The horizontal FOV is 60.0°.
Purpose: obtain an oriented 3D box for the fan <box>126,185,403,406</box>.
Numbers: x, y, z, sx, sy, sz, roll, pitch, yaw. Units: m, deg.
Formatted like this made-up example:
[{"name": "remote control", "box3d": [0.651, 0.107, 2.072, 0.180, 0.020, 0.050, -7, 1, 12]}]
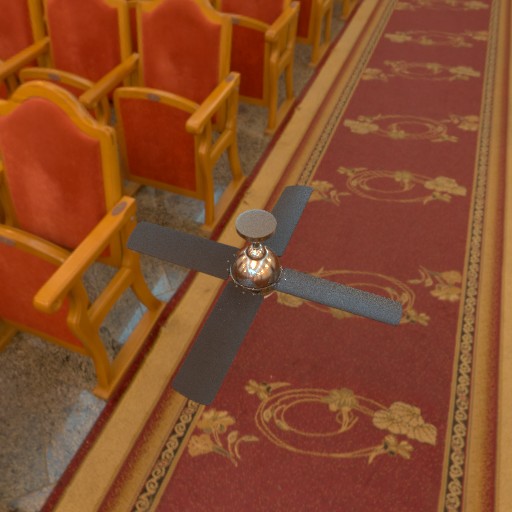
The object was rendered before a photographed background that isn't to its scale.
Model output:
[{"name": "fan", "box3d": [0.000, 0.000, 1.972, 1.332, 0.403, 1.332, 16, 50, 14]}]
